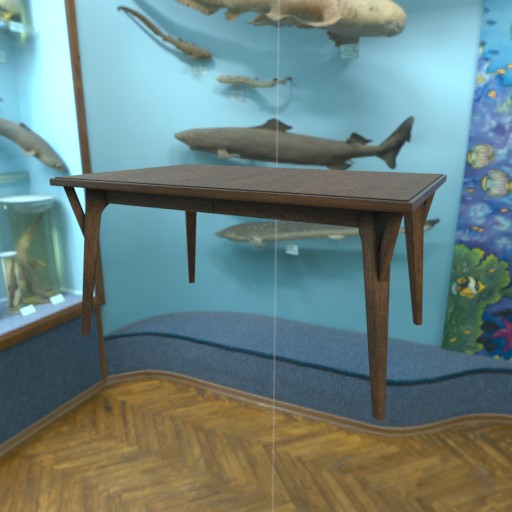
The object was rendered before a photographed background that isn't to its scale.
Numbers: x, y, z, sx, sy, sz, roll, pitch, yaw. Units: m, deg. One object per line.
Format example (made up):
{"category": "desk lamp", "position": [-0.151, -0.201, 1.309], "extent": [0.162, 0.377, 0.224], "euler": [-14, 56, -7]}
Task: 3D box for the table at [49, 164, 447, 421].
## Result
{"category": "table", "position": [0.000, 0.000, 2.120], "extent": [1.524, 0.761, 0.990], "euler": [8, 17, 27]}
